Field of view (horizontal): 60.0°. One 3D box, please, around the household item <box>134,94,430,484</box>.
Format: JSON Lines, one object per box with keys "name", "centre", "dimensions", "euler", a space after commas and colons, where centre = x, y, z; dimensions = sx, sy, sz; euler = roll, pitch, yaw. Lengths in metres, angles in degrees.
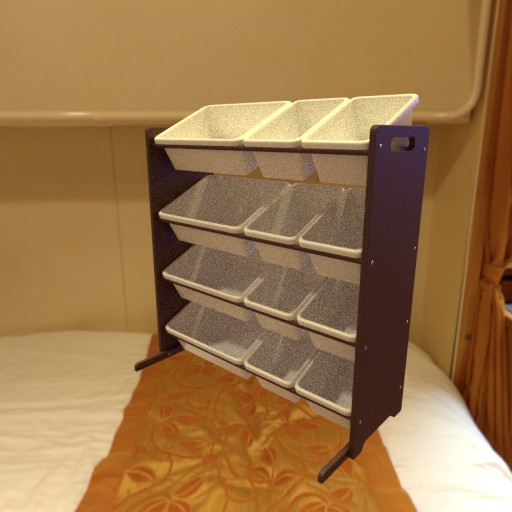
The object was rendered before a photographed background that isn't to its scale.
{"name": "household item", "centre": [0.000, 0.000, 1.279], "dimensions": [0.787, 0.864, 0.389], "euler": [14, 21, 40]}
